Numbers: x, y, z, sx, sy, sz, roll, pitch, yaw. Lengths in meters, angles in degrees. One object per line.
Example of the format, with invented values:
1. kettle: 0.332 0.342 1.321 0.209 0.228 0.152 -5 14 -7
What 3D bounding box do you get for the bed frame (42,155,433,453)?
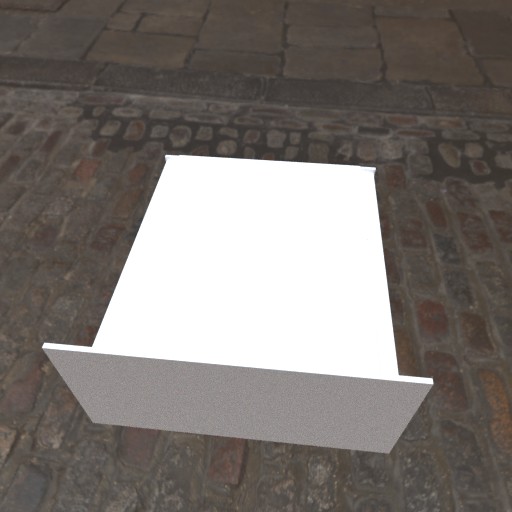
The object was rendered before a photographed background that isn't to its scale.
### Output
1. bed frame: 0.000 0.000 2.774 1.622 0.800 1.960 4 48 4
